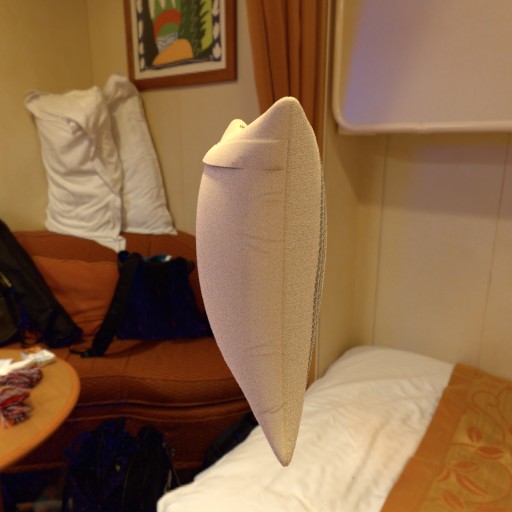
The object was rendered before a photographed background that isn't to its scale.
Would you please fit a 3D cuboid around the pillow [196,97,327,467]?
[{"bbox_3d":[0.000,0.000,0.651,0.173,0.406,0.405,-2,14,-9],"label":"pillow"}]
